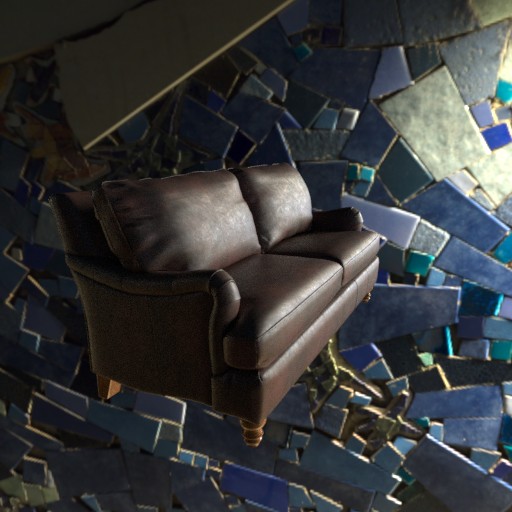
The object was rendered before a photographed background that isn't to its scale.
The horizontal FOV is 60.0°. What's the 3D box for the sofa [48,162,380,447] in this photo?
[{"bbox_3d":[0.000,0.000,2.776,1.147,1.071,2.144,7,16,26],"label":"sofa"}]
